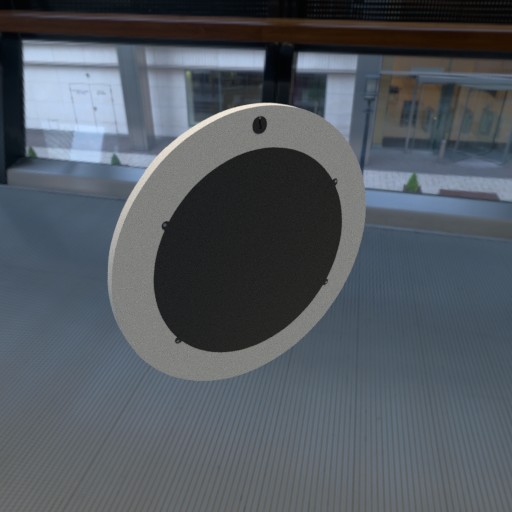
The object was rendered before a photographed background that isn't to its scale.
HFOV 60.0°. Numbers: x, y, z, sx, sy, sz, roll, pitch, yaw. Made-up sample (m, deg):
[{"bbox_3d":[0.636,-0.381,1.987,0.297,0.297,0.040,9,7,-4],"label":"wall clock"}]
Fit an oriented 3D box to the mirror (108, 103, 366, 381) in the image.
[{"bbox_3d":[0.000,0.000,1.391,0.914,0.914,0.038,-18,34,-28],"label":"mirror"}]
